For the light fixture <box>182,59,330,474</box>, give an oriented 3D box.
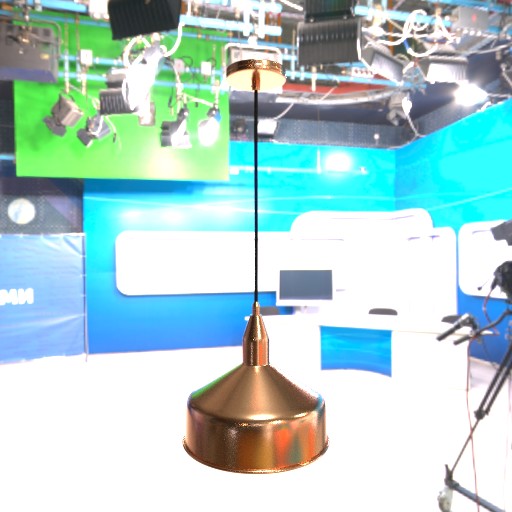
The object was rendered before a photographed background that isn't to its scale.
[{"bbox_3d":[0.000,0.000,0.911,0.301,0.754,0.301,0,1,37],"label":"light fixture"}]
